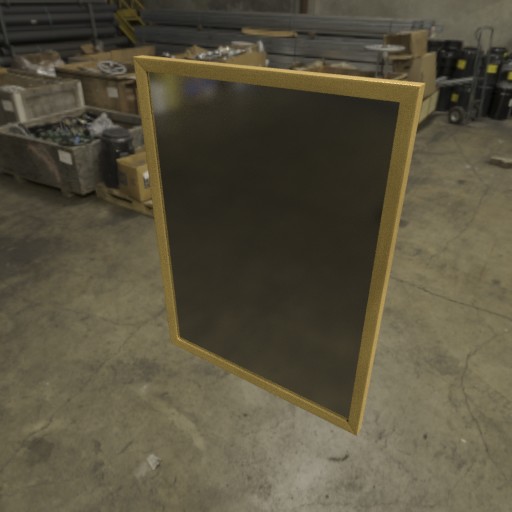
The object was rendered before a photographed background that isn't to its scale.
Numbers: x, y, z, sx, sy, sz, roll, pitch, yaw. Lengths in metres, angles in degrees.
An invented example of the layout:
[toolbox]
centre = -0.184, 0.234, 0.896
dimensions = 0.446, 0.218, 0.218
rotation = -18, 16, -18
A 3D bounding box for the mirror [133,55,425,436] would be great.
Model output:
[mirror]
centre = 0.000, 0.000, 1.286
dimensions = 0.762, 1.016, 0.040
rotation = 19, 36, 28
